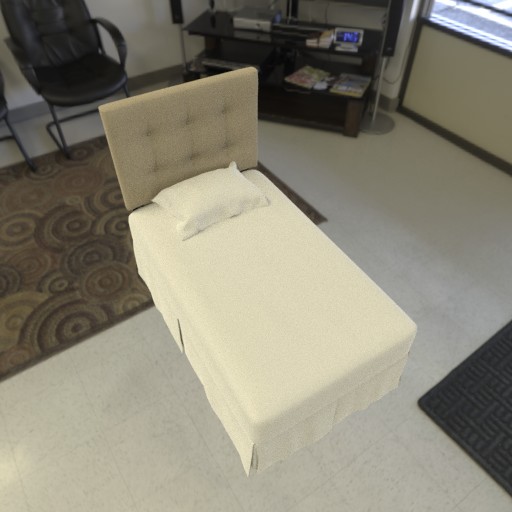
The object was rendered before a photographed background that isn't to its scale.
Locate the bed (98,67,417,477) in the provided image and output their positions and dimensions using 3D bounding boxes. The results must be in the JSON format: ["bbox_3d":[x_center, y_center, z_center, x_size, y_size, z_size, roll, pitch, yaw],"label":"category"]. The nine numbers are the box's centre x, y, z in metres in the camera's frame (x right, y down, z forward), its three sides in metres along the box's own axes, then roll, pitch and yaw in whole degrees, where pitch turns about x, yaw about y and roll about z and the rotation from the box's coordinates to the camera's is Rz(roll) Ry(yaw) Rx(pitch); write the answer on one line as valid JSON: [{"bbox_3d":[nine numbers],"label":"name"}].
[{"bbox_3d":[0.000,0.000,2.951,1.261,1.571,1.997,-24,51,-21],"label":"bed"}]
